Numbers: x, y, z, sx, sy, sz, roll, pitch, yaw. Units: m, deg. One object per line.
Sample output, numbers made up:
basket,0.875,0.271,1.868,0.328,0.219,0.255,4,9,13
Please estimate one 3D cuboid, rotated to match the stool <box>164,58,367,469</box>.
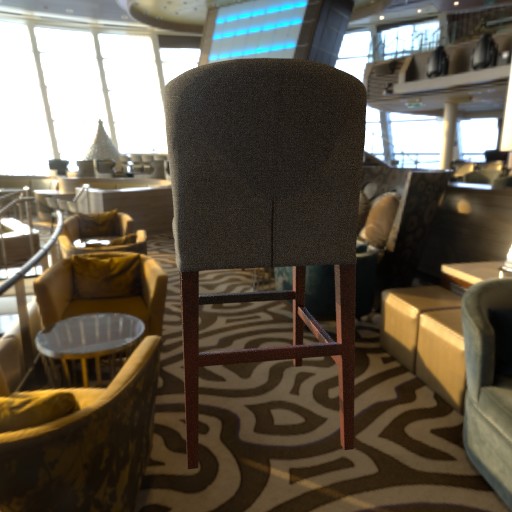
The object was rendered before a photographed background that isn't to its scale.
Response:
stool,0.000,0.000,1.287,0.479,0.968,0.568,-2,13,-10
